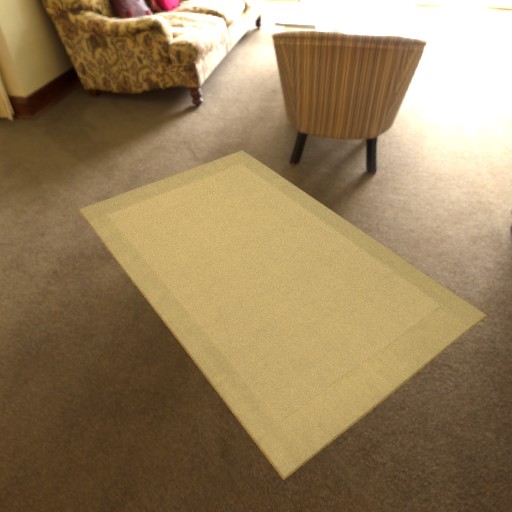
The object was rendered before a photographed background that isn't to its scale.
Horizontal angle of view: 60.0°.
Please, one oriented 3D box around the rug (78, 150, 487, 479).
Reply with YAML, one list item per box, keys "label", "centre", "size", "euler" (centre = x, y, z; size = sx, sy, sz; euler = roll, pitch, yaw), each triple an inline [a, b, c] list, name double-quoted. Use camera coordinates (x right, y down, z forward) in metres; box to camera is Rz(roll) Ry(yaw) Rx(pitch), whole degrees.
- label: "rug"
  centre: [0.000, 0.000, 2.955]
  size: [1.524, 0.014, 2.438]
  euler: [-27, 48, -26]
